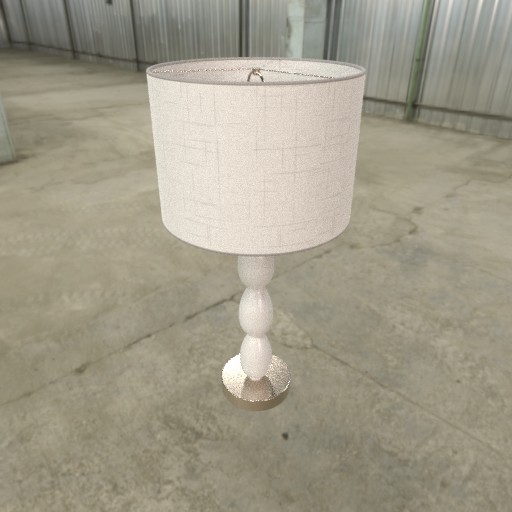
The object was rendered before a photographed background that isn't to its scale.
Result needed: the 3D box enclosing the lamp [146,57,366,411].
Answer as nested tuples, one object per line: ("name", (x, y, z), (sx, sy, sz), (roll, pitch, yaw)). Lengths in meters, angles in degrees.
("lamp", (0.000, 0.000, 0.709), (0.280, 0.559, 0.282), (-7, 30, -13))
